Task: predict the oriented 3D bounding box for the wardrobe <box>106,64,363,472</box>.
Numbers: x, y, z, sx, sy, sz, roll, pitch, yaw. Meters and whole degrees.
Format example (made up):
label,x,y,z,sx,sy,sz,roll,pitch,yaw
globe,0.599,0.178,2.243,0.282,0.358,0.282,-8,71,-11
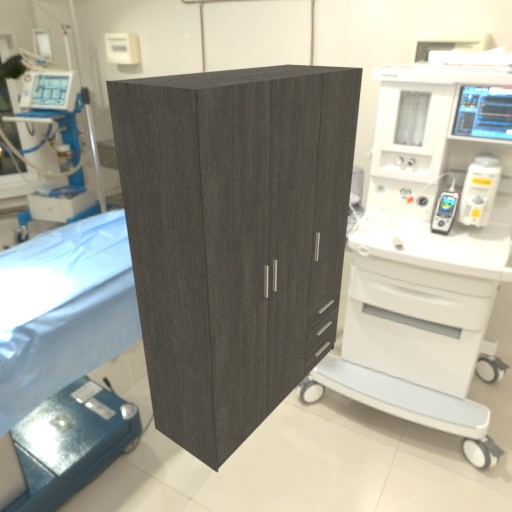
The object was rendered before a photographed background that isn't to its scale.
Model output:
label,x,y,z,sx,sy,sz,roll,pitch,yaw
wardrobe,0.000,0.000,2.501,0.510,1.910,1.290,19,32,33
